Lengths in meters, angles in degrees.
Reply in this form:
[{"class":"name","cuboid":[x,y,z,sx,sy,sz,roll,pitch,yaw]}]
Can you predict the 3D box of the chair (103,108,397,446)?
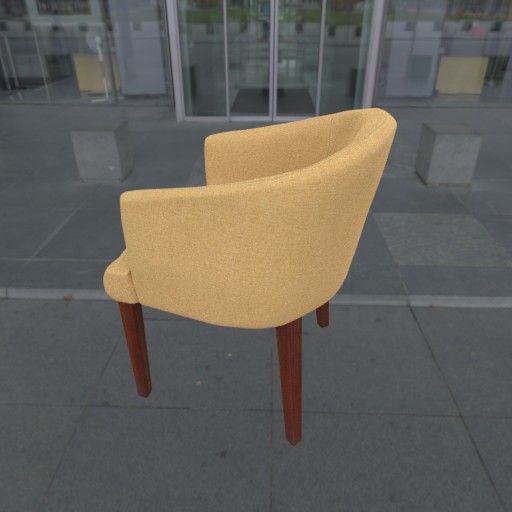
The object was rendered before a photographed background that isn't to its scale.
[{"class":"chair","cuboid":[0.000,0.000,1.261,0.655,0.811,0.583,9,31,15]}]
